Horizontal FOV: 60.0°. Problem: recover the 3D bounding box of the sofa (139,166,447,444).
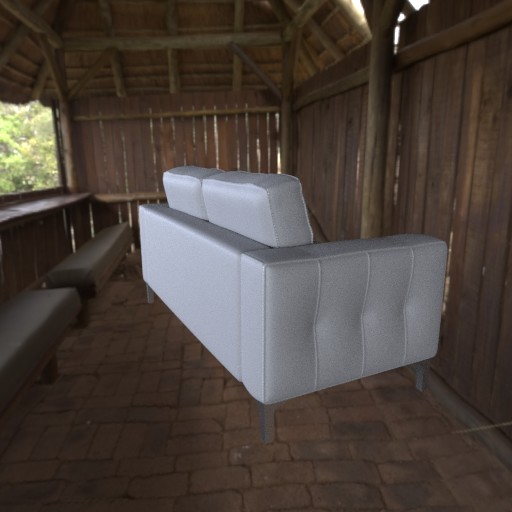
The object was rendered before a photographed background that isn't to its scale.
[{"bbox_3d":[0.000,0.000,2.296,0.833,0.892,1.726,-7,15,-26],"label":"sofa"}]
